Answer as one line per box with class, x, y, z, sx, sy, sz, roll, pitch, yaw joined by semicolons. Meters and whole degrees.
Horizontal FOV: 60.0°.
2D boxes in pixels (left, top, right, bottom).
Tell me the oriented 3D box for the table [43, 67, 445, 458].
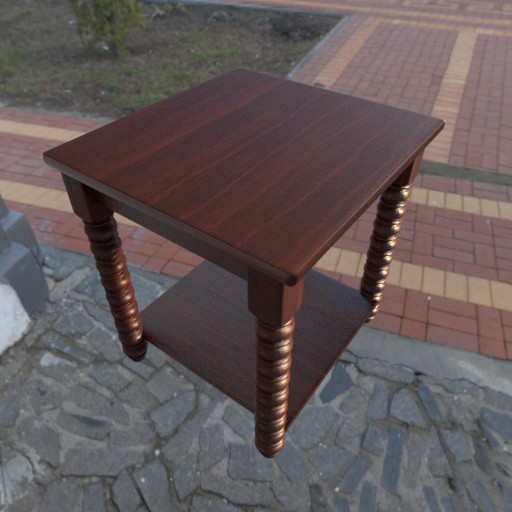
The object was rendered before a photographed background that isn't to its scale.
table;0.000;0.000;0.969;0.500;0.567;0.533;26;47;27
